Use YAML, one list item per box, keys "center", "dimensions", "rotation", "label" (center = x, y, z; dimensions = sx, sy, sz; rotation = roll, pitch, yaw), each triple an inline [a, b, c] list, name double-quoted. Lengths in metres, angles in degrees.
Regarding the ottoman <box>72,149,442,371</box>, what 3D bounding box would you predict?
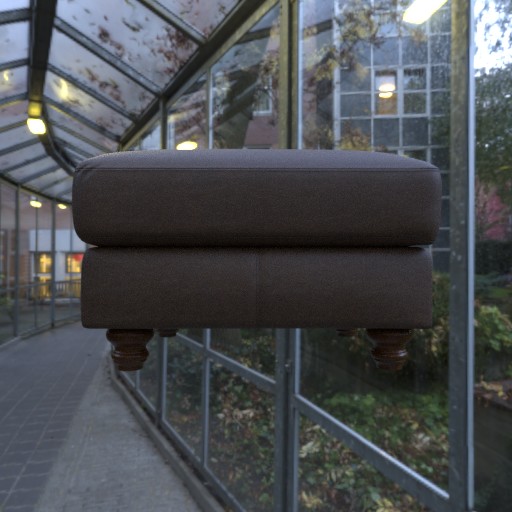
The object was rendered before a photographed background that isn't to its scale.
- center: [0.000, 0.000, 1.203]
  dimensions: [0.787, 0.508, 0.635]
  rotation: [0, -1, -1]
  label: "ottoman"
